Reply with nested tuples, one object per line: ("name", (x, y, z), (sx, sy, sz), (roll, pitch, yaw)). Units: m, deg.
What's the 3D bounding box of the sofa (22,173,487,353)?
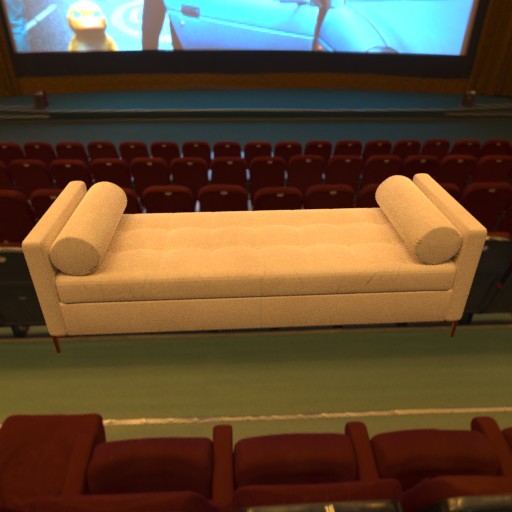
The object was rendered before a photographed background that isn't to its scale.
("sofa", (0.000, 0.000, 2.310), (1.981, 0.635, 0.686), (-2, 31, -3))
